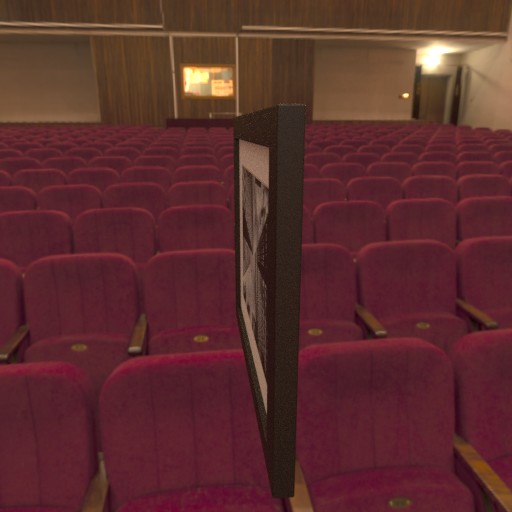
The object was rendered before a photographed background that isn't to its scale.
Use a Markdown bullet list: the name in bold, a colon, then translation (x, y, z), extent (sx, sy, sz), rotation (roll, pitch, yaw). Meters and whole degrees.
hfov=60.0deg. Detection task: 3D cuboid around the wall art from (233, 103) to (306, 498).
- **wall art**: translation (0.000, 0.000, 0.743), extent (0.031, 0.457, 0.558), rotation (-2, 16, -7)
